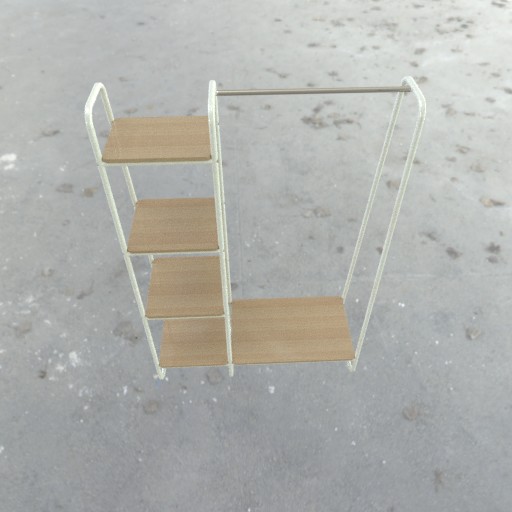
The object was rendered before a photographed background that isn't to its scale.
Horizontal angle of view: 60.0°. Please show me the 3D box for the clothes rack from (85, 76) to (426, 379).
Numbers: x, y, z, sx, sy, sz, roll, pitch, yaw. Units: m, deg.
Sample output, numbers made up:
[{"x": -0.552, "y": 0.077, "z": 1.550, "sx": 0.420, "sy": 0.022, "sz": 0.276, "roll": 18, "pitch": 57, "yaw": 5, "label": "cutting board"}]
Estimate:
[{"x": 0.000, "y": 0.000, "z": 1.904, "sx": 1.011, "sy": 1.500, "sz": 0.400, "roll": -2, "pitch": 47, "yaw": -2, "label": "clothes rack"}]
